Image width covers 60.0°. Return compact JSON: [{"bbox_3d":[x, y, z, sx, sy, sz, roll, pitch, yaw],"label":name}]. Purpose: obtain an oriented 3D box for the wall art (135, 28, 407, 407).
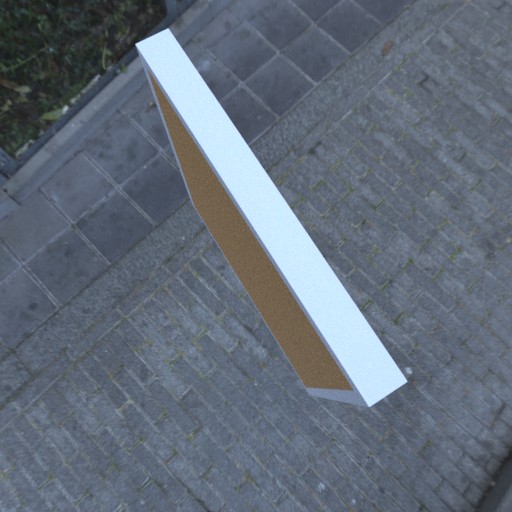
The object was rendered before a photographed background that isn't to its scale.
[{"bbox_3d":[0.000,0.000,0.596,0.038,0.406,0.406,-30,76,-8],"label":"wall art"}]
